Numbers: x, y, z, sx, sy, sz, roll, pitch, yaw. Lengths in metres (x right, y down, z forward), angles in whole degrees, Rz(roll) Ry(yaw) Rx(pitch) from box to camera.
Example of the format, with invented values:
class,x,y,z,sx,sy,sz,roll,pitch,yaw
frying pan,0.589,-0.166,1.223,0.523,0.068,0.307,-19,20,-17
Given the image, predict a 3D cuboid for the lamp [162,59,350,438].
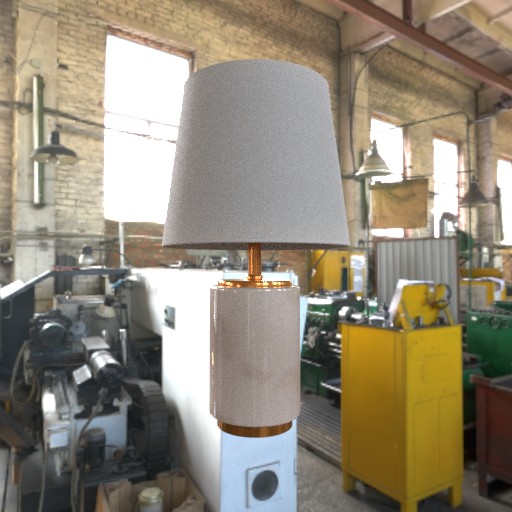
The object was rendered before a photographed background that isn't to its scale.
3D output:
class,x,y,z,sx,sy,sz,roll,pitch,yaw
lamp,0.000,0.000,0.456,0.189,0.340,0.189,0,-1,0
